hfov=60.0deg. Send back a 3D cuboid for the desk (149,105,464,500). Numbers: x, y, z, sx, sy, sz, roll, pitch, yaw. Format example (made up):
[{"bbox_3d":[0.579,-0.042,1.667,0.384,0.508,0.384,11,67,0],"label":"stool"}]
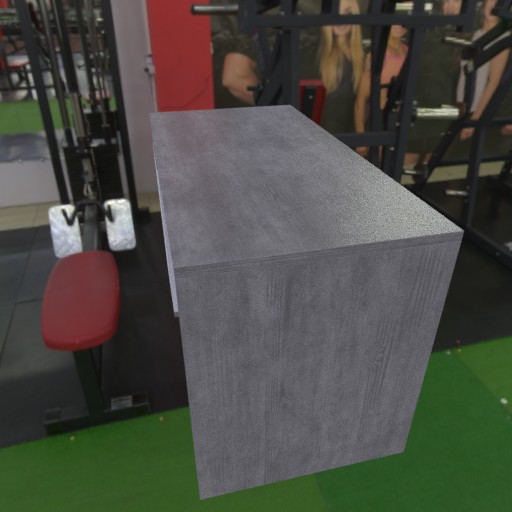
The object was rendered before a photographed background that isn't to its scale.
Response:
[{"bbox_3d":[0.000,0.000,1.552,0.600,0.740,1.200,-7,32,-12],"label":"desk"}]
